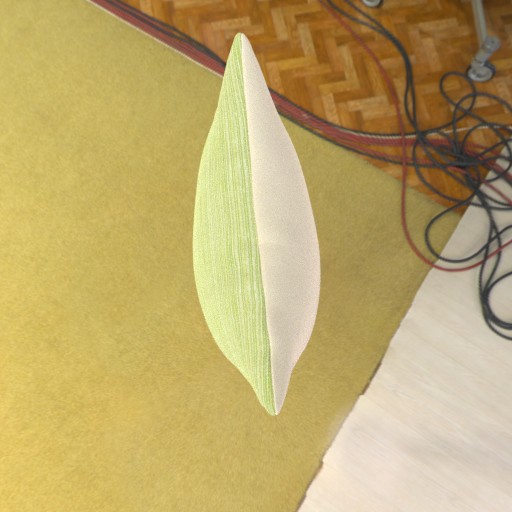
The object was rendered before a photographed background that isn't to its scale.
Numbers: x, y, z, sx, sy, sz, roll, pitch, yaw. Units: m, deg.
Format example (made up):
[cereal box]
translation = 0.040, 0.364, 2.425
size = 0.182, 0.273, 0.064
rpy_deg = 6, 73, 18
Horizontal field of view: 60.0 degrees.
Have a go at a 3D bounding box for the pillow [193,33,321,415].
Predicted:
[pillow]
translation = 0.000, 0.000, 0.808
size = 0.229, 0.487, 0.560
rpy_deg = -5, 75, -1
